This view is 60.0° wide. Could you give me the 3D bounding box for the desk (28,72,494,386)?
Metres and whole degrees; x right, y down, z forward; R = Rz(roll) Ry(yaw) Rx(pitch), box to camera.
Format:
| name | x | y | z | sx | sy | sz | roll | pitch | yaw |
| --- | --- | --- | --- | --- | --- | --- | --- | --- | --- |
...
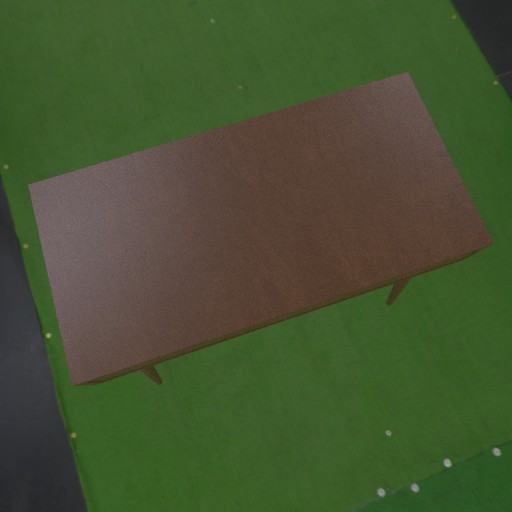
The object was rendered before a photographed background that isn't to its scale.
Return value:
| name | x | y | z | sx | sy | sz | roll | pitch | yaw |
| --- | --- | --- | --- | --- | --- | --- | --- | --- | --- |
| desk | 0.000 | 0.000 | 1.365 | 0.949 | 0.758 | 0.510 | -18 | 76 | -5 |
